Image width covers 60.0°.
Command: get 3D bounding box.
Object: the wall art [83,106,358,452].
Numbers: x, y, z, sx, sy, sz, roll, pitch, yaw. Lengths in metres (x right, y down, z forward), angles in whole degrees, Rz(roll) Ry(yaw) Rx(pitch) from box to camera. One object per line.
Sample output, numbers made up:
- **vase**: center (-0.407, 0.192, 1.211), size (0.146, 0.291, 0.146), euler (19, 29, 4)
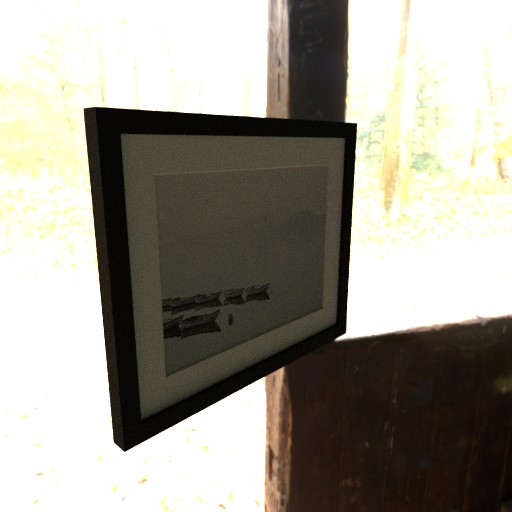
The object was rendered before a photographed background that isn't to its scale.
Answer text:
- **wall art**: center (0.000, 0.000, 0.760), size (0.030, 0.454, 0.554), euler (13, 19, 42)
